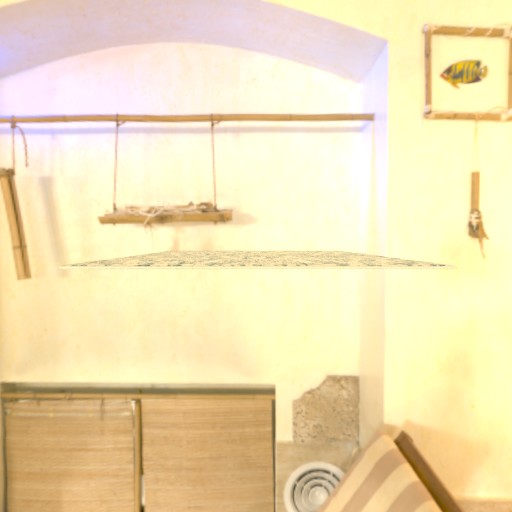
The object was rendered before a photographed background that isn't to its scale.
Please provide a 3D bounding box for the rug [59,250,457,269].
[{"bbox_3d":[0.000,0.000,3.387,1.819,0.018,2.746,0,2,0],"label":"rug"}]
